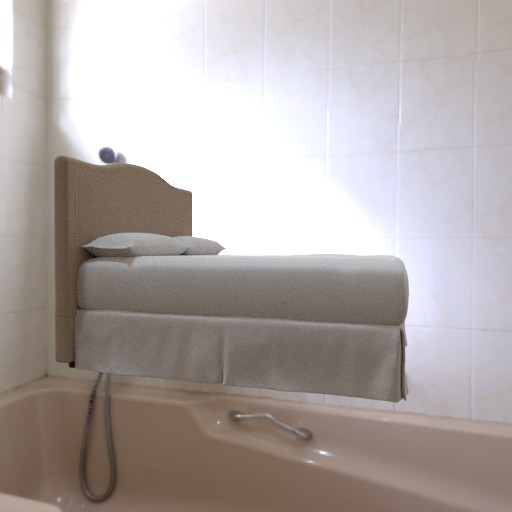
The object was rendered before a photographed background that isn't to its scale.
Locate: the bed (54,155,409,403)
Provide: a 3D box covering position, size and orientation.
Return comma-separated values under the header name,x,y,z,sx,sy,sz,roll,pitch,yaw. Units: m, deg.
name,x,y,z,sx,sy,sz,roll,pitch,yaw
bed,0.000,0.000,3.154,2.052,1.398,1.678,0,1,19
